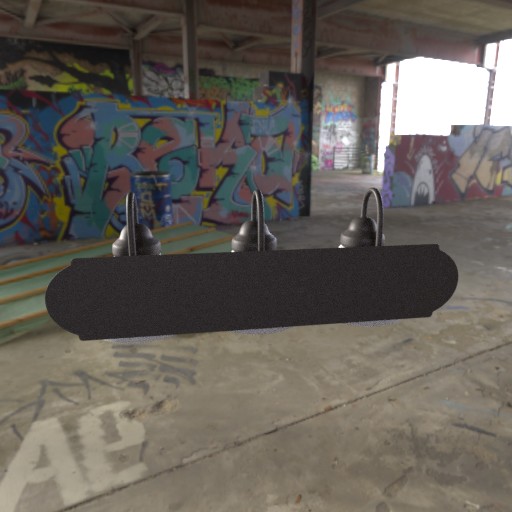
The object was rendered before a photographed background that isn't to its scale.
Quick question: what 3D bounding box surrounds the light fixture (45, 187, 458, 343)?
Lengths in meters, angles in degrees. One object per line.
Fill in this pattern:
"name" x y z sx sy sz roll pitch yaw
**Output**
"light fixture" 0.000 0.000 0.735 0.610 0.222 0.199 -2 15 -9
